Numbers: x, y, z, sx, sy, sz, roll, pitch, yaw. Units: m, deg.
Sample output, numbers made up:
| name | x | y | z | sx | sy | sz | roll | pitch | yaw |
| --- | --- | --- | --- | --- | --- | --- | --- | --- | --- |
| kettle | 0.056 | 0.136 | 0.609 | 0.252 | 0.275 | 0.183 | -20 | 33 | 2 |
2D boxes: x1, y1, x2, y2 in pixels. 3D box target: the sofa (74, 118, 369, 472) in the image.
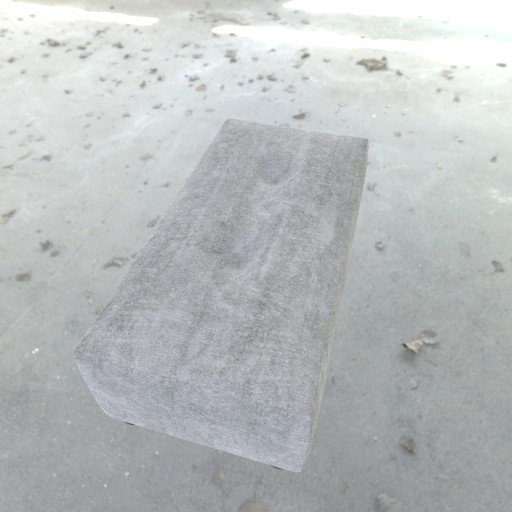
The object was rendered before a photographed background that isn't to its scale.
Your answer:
| name | x | y | z | sx | sy | sz | roll | pitch | yaw |
| --- | --- | --- | --- | --- | --- | --- | --- | --- | --- |
| sofa | 0.000 | 0.000 | 1.178 | 0.480 | 0.330 | 0.930 | 12 | 47 | 11 |
